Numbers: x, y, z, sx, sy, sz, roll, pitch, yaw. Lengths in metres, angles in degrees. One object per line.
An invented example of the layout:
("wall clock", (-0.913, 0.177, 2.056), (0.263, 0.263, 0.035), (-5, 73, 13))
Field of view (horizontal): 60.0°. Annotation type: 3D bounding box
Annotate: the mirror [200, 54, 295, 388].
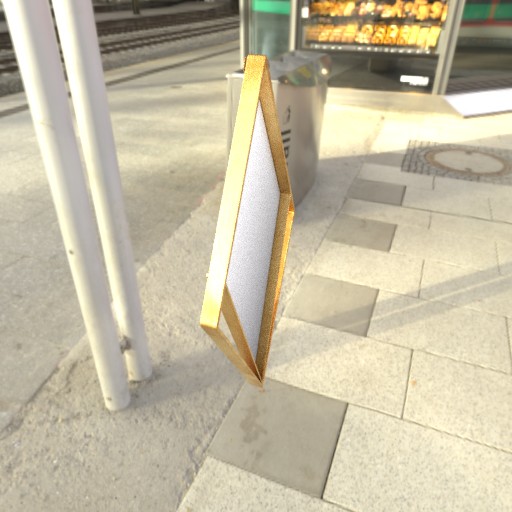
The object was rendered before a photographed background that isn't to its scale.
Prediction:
("mirror", (0.000, 0.000, 0.815), (0.032, 0.679, 0.419), (11, 33, 17))
